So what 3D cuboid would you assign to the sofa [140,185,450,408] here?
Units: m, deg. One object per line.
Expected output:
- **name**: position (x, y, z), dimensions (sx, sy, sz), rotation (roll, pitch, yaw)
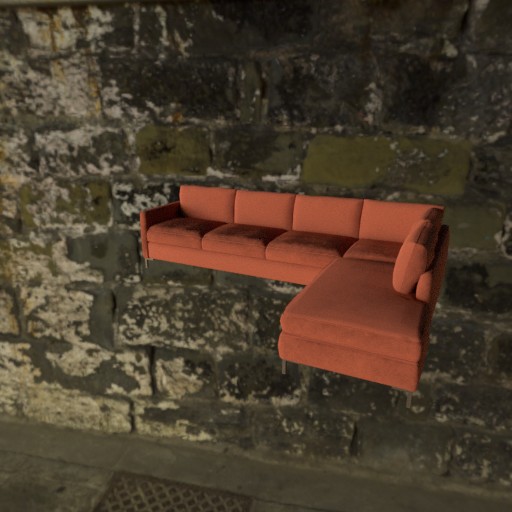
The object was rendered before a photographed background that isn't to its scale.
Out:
- **sofa**: position (0.000, 0.000, 3.513), dimensions (2.736, 0.757, 1.879), rotation (9, 20, 25)
